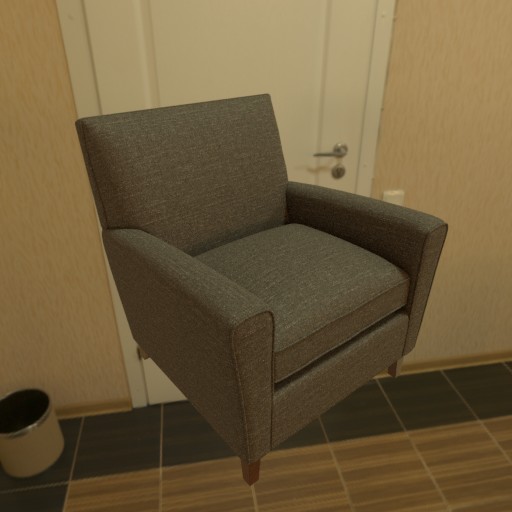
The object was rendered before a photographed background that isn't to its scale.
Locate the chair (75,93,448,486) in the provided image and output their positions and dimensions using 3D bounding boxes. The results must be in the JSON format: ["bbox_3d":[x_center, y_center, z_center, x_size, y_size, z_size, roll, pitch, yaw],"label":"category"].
[{"bbox_3d":[0.000,0.000,1.505,0.838,0.885,0.875,-21,35,-33],"label":"chair"}]
